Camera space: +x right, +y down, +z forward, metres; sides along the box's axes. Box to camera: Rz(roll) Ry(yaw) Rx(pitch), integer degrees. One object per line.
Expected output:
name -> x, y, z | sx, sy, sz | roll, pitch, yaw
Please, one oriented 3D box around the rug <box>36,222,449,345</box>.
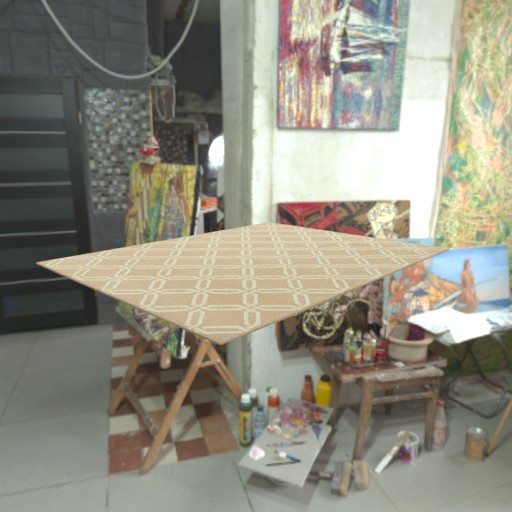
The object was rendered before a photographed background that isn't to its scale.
rug -> 0.000, 0.000, 3.926 | 2.288, 0.018, 2.895 | 13, 18, 42
